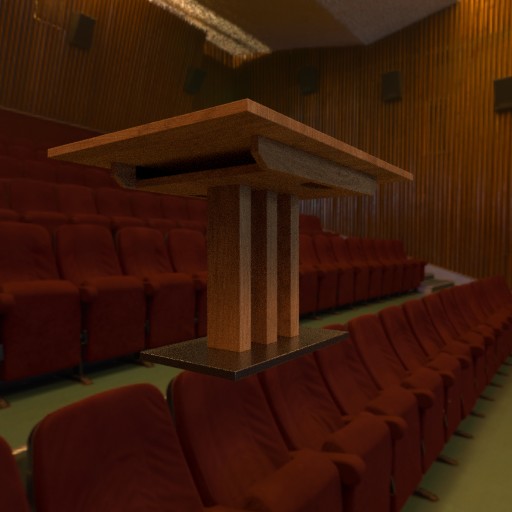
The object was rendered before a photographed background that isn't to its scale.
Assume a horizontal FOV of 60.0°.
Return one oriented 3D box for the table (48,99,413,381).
[{"bbox_3d":[0.000,0.000,1.852,0.900,0.770,1.300,0,1,36],"label":"table"}]
